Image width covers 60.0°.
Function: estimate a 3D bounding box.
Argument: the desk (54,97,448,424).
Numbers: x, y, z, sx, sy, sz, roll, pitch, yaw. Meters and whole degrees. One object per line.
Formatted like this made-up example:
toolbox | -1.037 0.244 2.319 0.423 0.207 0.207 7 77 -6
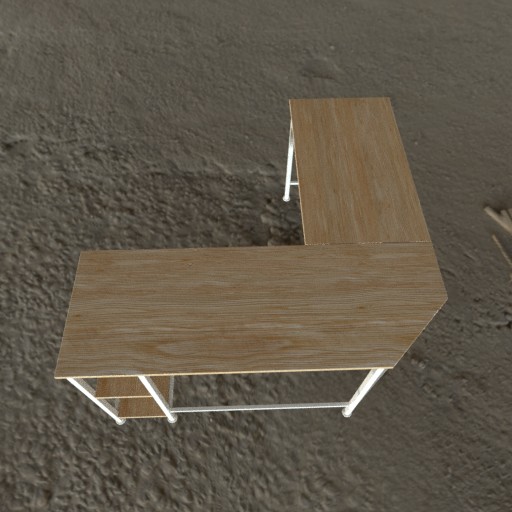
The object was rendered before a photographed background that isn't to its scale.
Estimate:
desk | 0.000 0.000 2.158 1.379 0.739 1.379 -2 58 -1
